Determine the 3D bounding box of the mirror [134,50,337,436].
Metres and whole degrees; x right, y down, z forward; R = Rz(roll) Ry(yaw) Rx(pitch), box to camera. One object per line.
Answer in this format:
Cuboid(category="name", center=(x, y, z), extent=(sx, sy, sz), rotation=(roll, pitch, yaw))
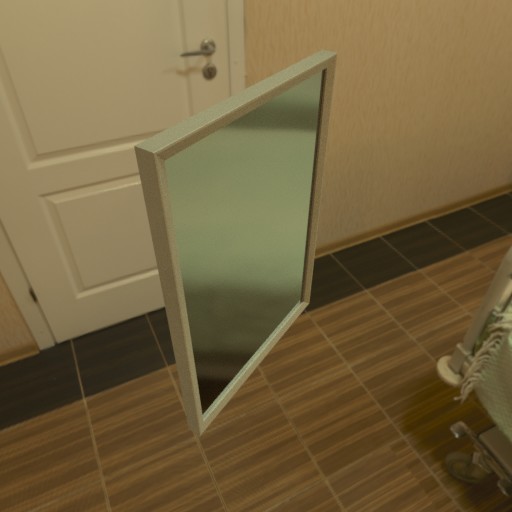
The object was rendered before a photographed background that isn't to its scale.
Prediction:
Cuboid(category="mirror", center=(0.000, 0.000, 0.948), extent=(0.039, 0.710, 0.507), rotation=(24, 46, 26))
